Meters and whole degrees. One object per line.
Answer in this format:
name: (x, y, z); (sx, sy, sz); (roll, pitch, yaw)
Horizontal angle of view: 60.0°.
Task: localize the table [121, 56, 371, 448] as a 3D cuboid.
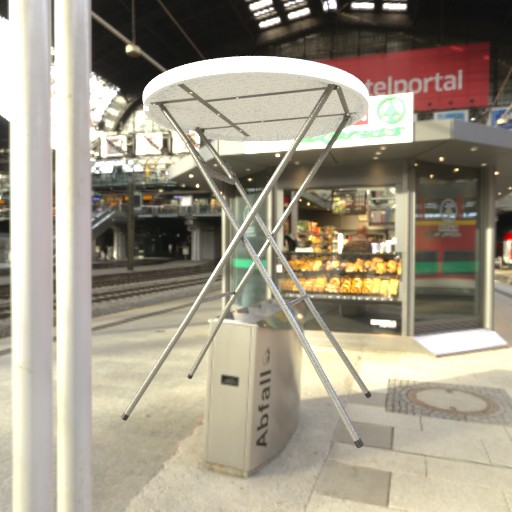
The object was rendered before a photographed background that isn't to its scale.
table: (0.000, 0.000, 1.611); (0.795, 1.105, 0.792); (0, 1, 17)
